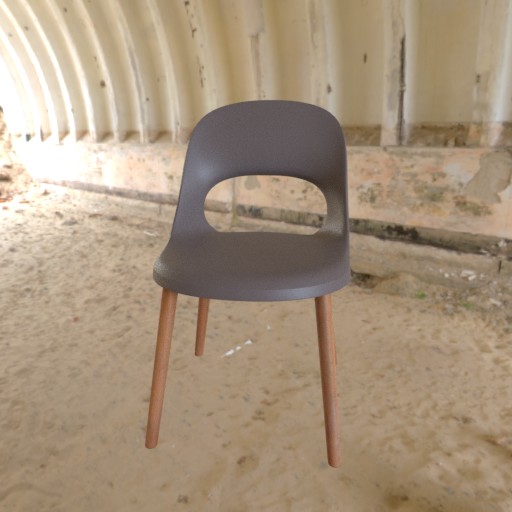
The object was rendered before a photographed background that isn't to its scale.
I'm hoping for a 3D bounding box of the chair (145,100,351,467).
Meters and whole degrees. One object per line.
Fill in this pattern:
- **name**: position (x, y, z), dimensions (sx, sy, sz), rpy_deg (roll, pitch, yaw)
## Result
- **chair**: position (0.000, 0.000, 1.136), dimensions (0.470, 0.794, 0.556), rpy_deg (2, 15, 8)
